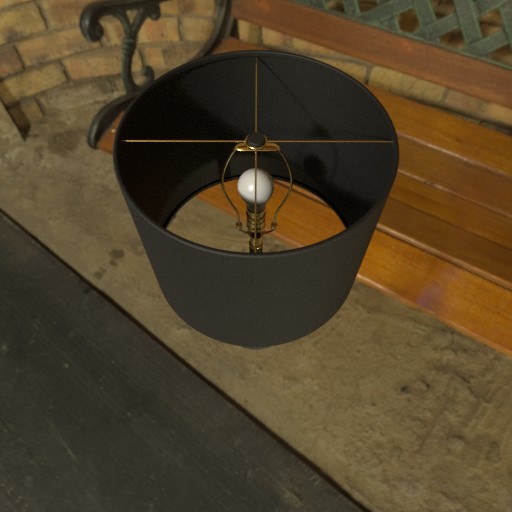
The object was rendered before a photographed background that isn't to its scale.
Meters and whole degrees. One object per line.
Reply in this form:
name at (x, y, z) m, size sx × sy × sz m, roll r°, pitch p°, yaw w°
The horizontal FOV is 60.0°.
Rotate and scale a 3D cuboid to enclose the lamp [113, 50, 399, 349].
lamp at (0.000, 0.000, 0.809) m, size 0.359 × 0.584 × 0.359 m, roll 0°, pitch 59°, yaw 0°
